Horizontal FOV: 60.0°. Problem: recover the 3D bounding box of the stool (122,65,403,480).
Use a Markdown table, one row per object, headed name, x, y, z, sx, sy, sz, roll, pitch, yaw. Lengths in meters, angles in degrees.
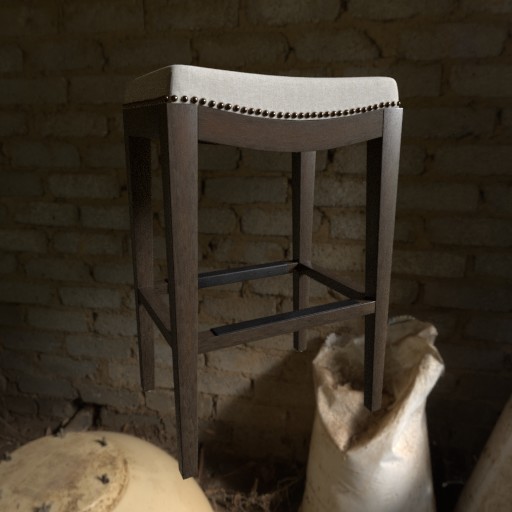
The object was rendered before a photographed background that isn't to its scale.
| name | x | y | z | sx | sy | sz | roll | pitch | yaw |
| --- | --- | --- | --- | --- | --- | --- | --- | --- | --- |
| stool | 0.000 | 0.000 | 1.014 | 0.498 | 0.759 | 0.358 | -8 | 18 | -26 |
